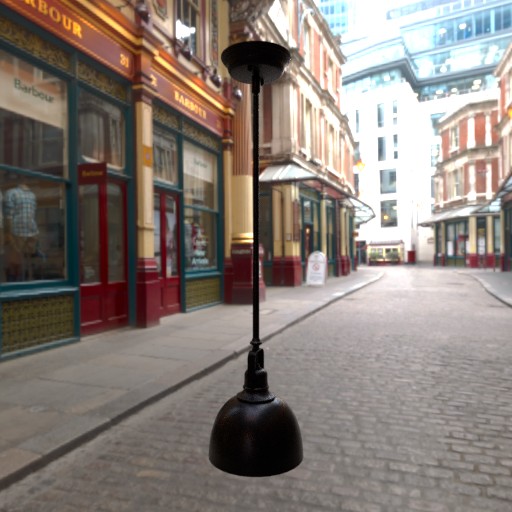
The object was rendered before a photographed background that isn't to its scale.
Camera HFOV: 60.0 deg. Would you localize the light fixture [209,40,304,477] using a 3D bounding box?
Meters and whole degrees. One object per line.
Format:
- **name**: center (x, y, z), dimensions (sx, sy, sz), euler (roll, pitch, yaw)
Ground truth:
- **light fixture**: center (0.000, 0.000, 0.856), dimensions (0.182, 0.768, 0.182), euler (0, 0, 19)
